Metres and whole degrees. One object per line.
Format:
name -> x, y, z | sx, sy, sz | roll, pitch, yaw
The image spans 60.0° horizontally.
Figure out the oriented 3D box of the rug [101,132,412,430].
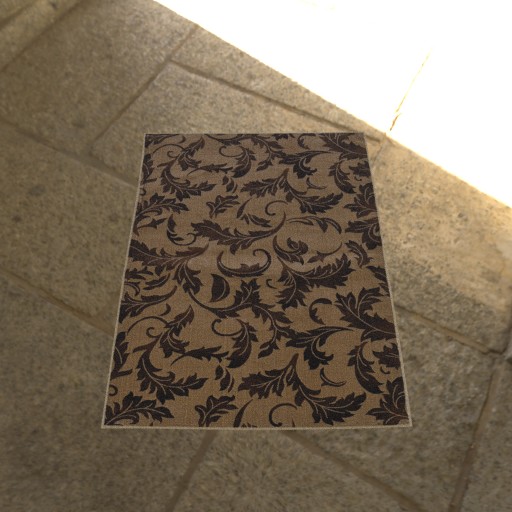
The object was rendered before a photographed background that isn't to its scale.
rug -> 0.000, 0.000, 4.051 | 2.380, 0.008, 2.977 | 0, 63, 0
